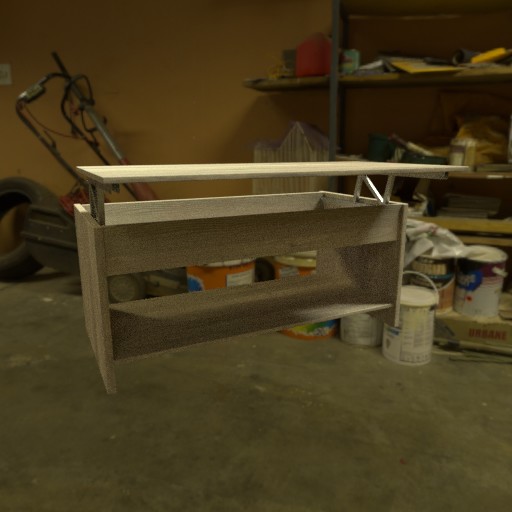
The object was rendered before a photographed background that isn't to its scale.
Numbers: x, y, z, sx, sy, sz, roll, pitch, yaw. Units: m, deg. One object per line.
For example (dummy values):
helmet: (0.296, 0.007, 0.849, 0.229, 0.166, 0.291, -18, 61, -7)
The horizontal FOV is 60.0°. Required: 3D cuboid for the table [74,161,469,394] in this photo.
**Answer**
table: (0.000, 0.000, 1.420, 1.000, 0.570, 0.712, -7, 15, -26)
